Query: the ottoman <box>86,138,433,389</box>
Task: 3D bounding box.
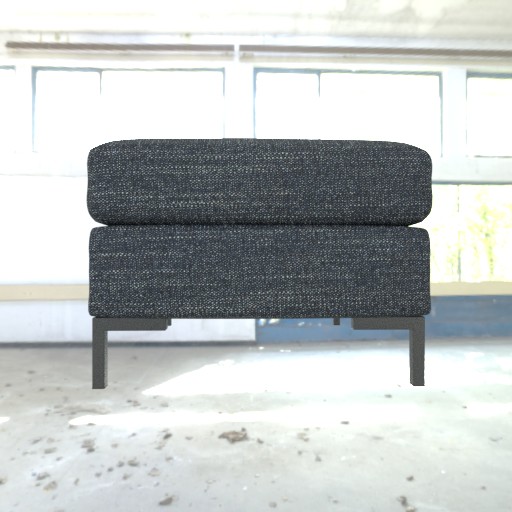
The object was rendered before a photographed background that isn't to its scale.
[{"bbox_3d":[0.000,0.000,1.206,0.667,0.491,0.814,0,0,-2],"label":"ottoman"}]
